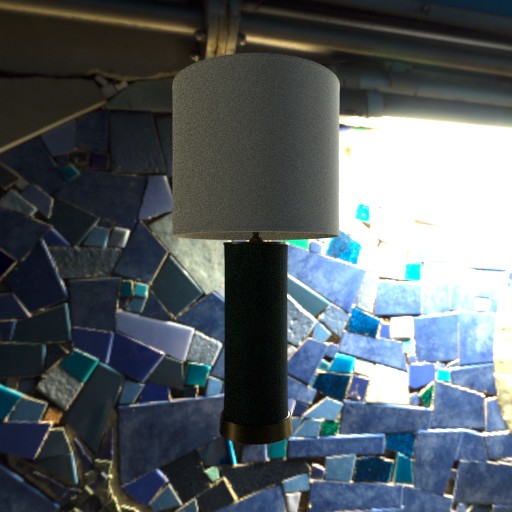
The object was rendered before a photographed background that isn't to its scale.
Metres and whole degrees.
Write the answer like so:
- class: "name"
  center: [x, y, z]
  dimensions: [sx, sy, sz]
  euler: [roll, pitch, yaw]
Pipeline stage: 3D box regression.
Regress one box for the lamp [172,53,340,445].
- class: "lamp"
  center: [0.000, 0.000, 0.807]
  dimensions: [0.301, 0.630, 0.301]
  euler: [0, -1, -1]
